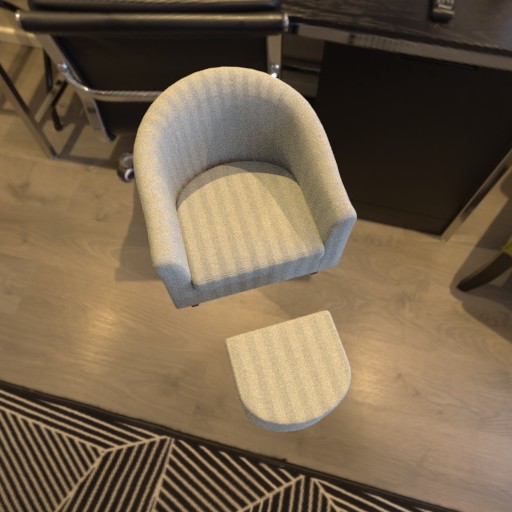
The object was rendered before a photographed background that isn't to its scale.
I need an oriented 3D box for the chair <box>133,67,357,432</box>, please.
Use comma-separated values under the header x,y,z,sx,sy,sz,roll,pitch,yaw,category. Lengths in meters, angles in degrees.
x,y,z,sx,sy,sz,roll,pitch,yaw,category
0.000,0.000,1.754,0.756,0.757,1.288,-15,65,-7,chair
